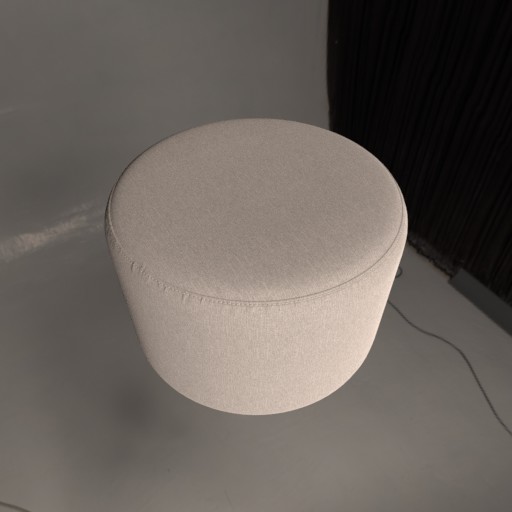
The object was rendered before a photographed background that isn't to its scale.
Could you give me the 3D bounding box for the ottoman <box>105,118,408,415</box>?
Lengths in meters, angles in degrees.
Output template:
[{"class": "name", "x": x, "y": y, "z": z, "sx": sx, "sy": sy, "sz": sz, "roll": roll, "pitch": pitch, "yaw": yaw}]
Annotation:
[{"class": "ottoman", "x": 0.000, "y": 0.000, "z": 1.020, "sx": 0.608, "sy": 0.433, "sz": 0.608, "roll": 0, "pitch": 45, "yaw": 0}]
